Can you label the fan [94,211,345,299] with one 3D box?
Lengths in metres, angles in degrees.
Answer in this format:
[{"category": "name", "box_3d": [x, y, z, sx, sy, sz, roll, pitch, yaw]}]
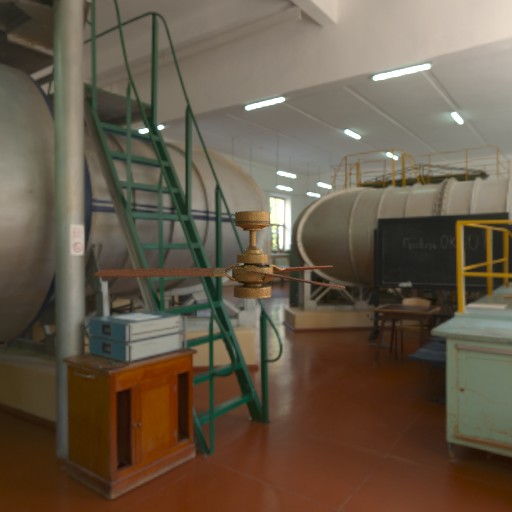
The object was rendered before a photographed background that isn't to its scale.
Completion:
[{"category": "fan", "box_3d": [0.000, 0.000, 2.042, 1.416, 0.425, 1.271, 0, 1, -19]}]
